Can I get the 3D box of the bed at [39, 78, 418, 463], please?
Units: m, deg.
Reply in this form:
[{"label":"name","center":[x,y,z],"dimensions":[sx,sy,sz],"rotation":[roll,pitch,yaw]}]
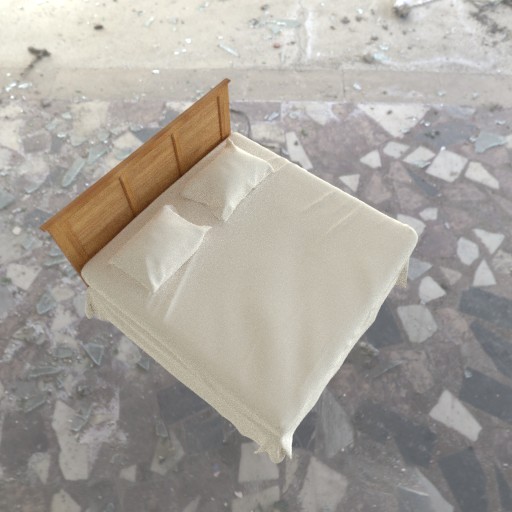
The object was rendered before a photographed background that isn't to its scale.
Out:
[{"label":"bed","center":[0.000,0.000,3.651],"dimensions":[2.215,1.270,2.317],"rotation":[33,64,18]}]
